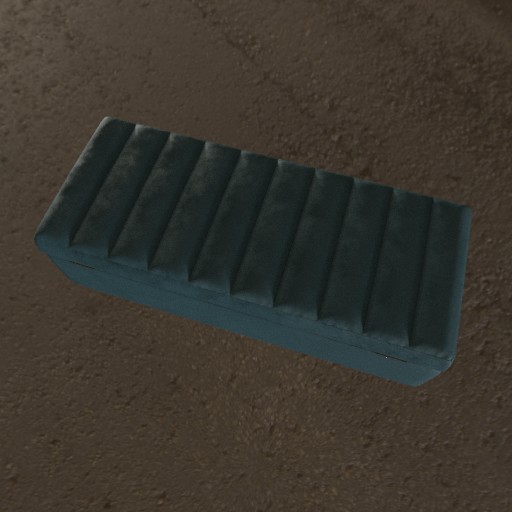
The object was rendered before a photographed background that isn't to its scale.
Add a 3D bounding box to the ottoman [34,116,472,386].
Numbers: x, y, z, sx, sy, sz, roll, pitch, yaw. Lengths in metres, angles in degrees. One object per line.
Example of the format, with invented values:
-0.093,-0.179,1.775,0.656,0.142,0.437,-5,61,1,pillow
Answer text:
0.000,0.000,1.412,1.151,0.469,0.482,16,65,7,ottoman
